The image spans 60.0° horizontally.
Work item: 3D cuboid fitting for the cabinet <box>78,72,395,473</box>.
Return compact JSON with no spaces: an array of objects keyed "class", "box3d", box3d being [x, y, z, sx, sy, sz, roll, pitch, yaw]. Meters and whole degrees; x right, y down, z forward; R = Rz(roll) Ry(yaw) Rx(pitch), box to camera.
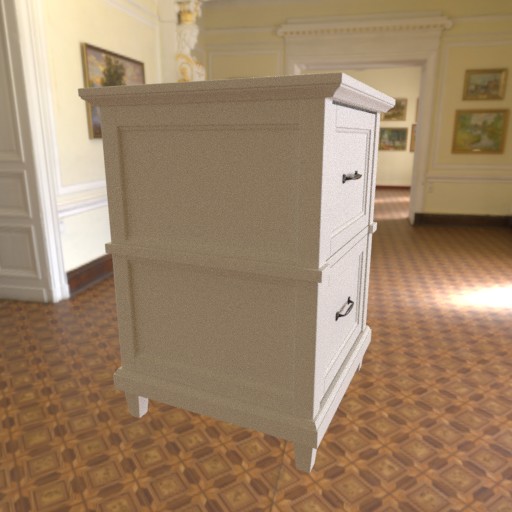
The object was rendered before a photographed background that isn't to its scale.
[{"class":"cabinet","box3d":[0.000,0.000,1.126,0.547,0.775,0.544,7,16,24]}]
